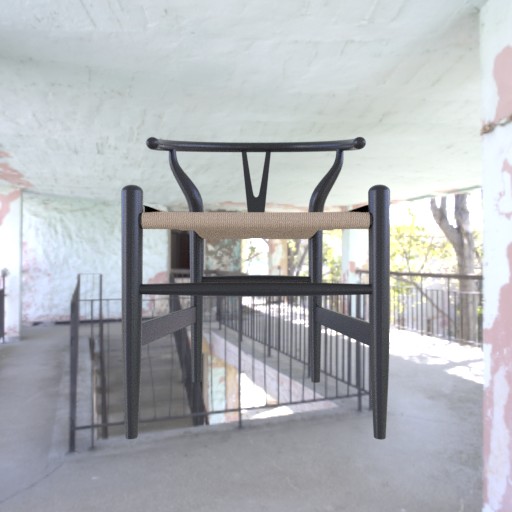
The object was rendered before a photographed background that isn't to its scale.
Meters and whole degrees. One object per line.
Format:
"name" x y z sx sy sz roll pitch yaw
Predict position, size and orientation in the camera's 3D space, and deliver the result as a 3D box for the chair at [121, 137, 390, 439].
"chair" 0.000 0.000 1.164 0.570 0.739 0.570 0 -1 0
